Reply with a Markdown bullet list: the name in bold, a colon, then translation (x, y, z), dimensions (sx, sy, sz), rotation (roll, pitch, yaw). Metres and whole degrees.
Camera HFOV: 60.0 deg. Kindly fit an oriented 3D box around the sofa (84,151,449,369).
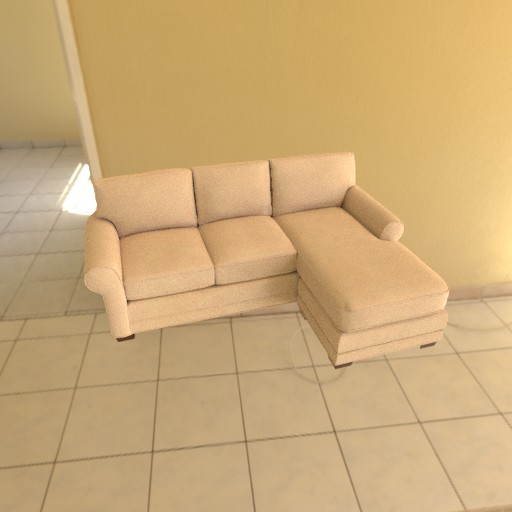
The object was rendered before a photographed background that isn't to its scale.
- **sofa**: translation (0.000, 0.000, 2.432), dimensions (1.770, 0.734, 1.226), rotation (-9, 33, -14)
